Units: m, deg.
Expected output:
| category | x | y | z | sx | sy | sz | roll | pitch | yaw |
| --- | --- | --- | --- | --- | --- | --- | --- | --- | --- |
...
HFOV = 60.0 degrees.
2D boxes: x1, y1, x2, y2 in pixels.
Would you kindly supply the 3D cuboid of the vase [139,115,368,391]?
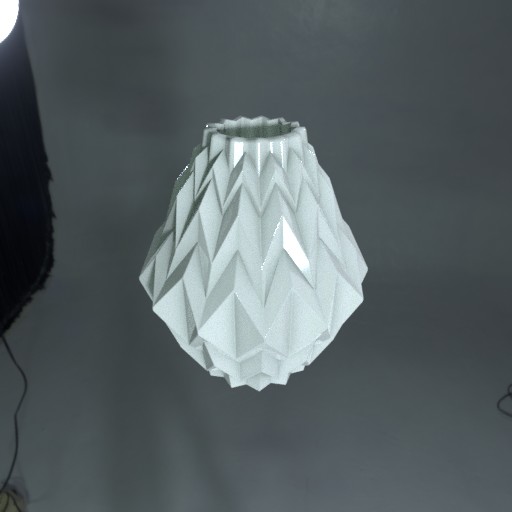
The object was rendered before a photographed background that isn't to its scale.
| category | x | y | z | sx | sy | sz | roll | pitch | yaw |
| --- | --- | --- | --- | --- | --- | --- | --- | --- | --- |
| vase | 0.000 | 0.000 | 0.321 | 0.164 | 0.185 | 0.164 | 0 | 30 | 0 |
